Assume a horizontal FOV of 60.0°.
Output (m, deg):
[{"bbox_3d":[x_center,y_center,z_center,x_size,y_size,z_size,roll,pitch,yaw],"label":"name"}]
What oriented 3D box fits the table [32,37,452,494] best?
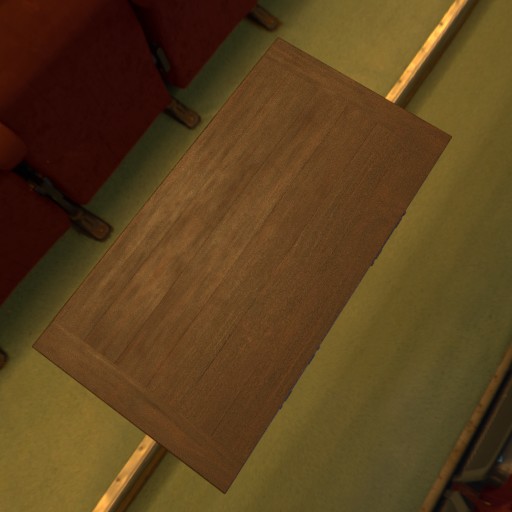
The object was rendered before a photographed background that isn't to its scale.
[{"bbox_3d":[0.000,0.000,1.583,0.700,0.494,1.270,33,78,8],"label":"table"}]
